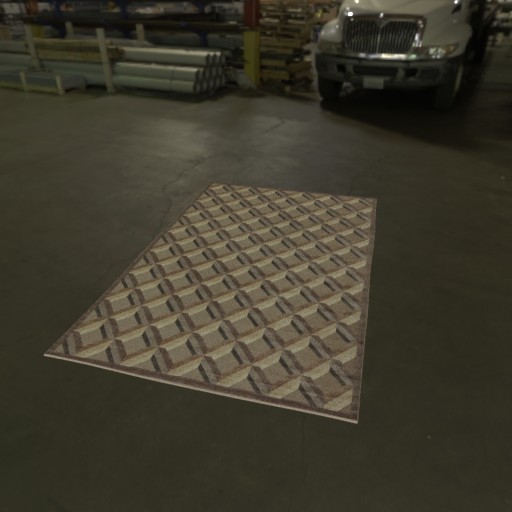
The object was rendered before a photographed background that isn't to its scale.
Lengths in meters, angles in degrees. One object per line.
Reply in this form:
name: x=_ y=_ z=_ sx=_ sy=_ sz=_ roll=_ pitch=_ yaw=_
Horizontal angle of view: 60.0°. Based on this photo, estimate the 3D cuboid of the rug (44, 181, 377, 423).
rug: x=0.000 y=0.000 z=2.096 sx=1.066 sy=0.011 sz=1.677 roll=8 pitch=32 yaw=13
